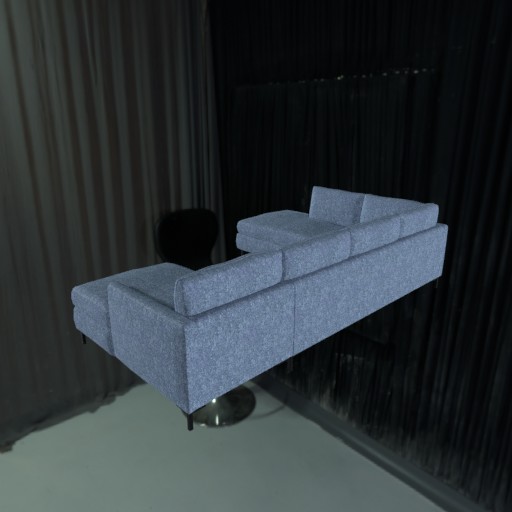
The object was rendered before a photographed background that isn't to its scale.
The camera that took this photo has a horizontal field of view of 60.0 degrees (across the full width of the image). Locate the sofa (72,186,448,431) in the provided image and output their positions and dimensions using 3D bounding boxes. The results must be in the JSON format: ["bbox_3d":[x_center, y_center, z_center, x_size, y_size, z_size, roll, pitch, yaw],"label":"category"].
[{"bbox_3d":[0.000,0.000,3.519,2.737,0.756,1.879,-17,24,-41],"label":"sofa"}]
